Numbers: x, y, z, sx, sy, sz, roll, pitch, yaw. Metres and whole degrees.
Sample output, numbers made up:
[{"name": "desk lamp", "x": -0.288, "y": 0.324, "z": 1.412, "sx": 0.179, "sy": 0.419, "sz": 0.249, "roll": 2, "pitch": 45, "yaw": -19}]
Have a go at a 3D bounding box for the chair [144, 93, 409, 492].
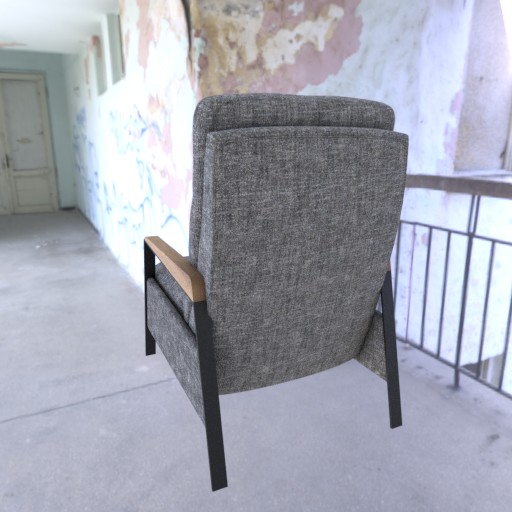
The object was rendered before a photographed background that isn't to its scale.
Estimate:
[{"name": "chair", "x": 0.000, "y": 0.000, "z": 1.585, "sx": 0.671, "sy": 1.042, "sz": 0.868, "roll": -7, "pitch": 17, "yaw": -24}]
